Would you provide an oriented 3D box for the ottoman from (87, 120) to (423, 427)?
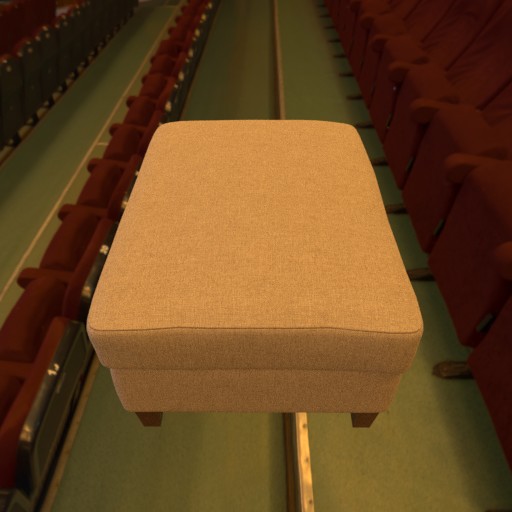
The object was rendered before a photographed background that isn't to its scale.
[{"bbox_3d":[0.000,0.000,1.301,0.677,0.519,0.898,0,42,0],"label":"ottoman"}]
